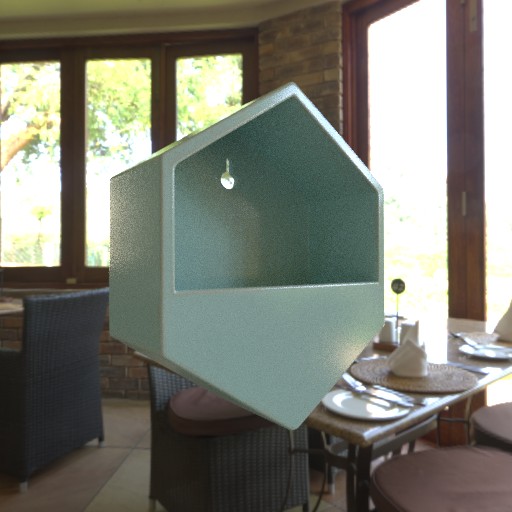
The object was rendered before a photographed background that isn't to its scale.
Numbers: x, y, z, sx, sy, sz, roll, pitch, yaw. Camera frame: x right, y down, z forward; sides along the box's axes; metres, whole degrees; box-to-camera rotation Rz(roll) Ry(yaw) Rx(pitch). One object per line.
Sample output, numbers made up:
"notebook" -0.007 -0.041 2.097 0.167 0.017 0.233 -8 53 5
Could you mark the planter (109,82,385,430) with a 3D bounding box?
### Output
"planter" 0.000 0.000 0.293 0.169 0.207 0.078 0 0 -36
